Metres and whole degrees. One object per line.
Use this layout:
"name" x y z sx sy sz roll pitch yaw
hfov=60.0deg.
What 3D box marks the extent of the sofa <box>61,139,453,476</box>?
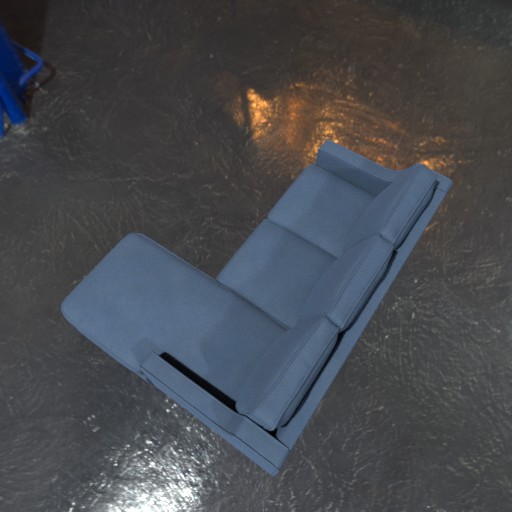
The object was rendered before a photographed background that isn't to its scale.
"sofa" 0.000 0.000 3.279 1.858 1.066 2.317 31 66 16
